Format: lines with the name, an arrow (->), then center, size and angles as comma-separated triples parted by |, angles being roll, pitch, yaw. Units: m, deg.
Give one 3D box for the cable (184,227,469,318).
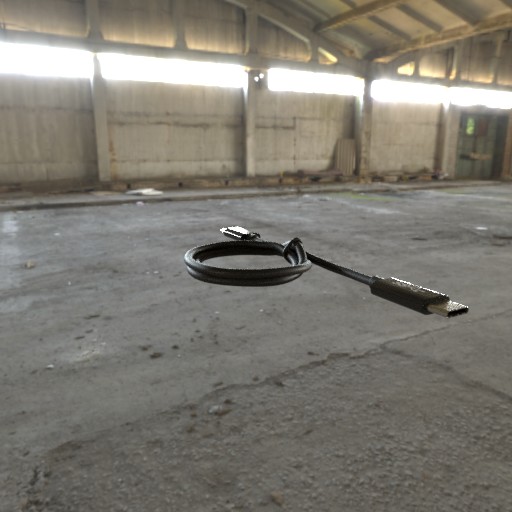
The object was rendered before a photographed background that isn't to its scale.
cable -> 0.000, 0.000, 0.215 | 0.070, 0.014, 0.186 | -7, 15, -28
